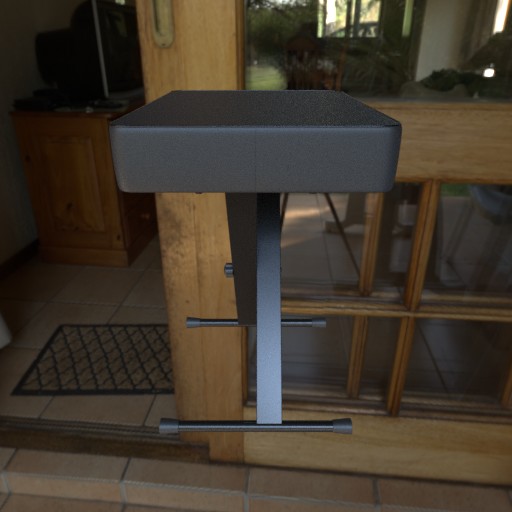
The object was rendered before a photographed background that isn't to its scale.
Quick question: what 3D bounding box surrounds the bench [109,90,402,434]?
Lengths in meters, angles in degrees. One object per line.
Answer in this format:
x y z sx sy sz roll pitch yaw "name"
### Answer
0.000 0.000 0.761 0.321 0.500 0.424 0 25 0 "bench"
